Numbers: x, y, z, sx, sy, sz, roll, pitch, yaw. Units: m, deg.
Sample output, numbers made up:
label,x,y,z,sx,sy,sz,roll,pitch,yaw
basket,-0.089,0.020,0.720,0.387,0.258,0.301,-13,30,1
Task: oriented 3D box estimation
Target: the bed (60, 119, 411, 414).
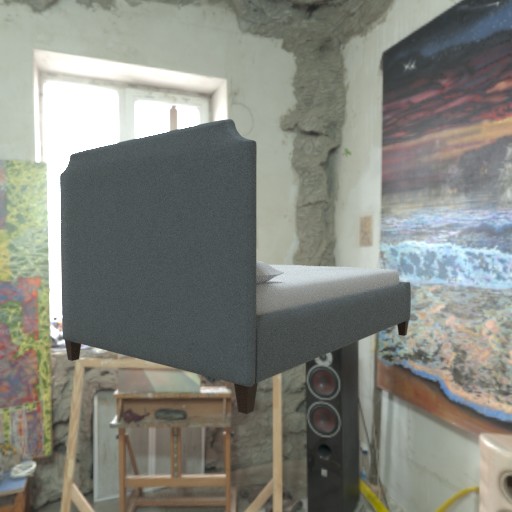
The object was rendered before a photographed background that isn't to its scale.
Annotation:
label,x,y,z,sx,sy,sz,roll,pitch,yaw
bed,0.000,0.000,3.516,1.712,1.443,2.372,2,2,38
